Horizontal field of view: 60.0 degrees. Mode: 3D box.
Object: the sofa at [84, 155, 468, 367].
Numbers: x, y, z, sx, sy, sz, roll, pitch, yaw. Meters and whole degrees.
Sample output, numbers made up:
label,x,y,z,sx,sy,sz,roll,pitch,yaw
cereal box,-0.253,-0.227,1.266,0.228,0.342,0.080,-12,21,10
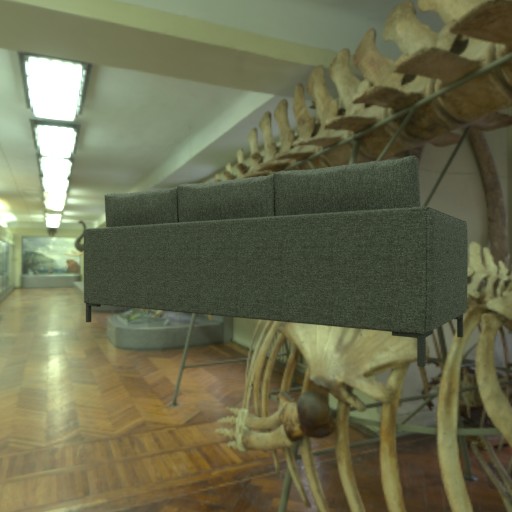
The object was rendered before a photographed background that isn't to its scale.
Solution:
label,x,y,z,sx,sy,sz,roll,pitch,yaw
sofa,0.000,0.000,2.696,2.253,0.879,0.876,0,-1,35
